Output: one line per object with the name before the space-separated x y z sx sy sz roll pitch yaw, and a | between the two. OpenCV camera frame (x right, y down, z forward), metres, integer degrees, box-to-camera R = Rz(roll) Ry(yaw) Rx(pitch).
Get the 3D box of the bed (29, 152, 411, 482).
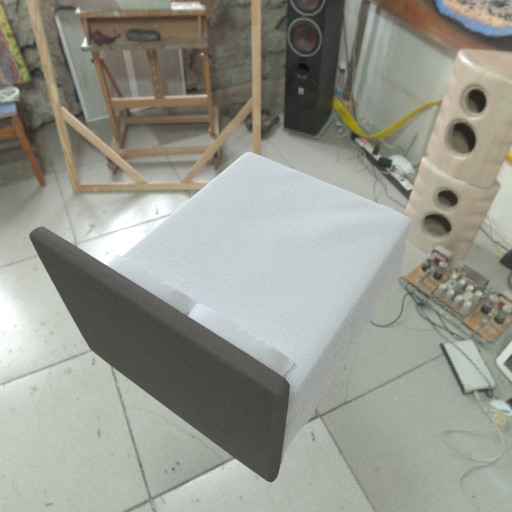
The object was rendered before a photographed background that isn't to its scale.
bed | 0.000 0.000 3.166 1.723 1.330 2.142 27 54 22
